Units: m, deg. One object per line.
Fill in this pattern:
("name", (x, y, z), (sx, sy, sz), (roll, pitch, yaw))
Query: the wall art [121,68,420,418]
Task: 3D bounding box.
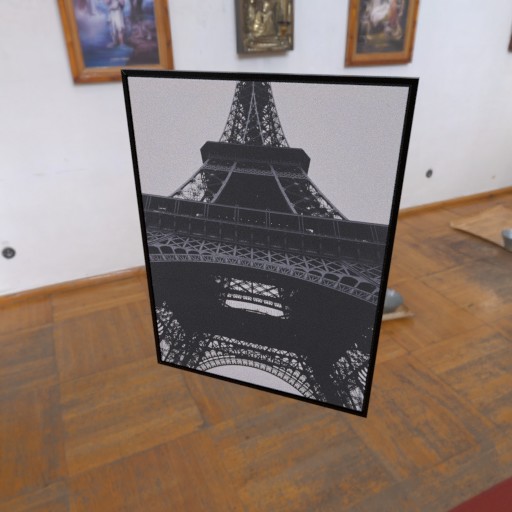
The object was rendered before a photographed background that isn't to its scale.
("wall art", (0.000, 0.000, 1.387), (0.805, 1.062, 0.040), (9, 28, 18))
